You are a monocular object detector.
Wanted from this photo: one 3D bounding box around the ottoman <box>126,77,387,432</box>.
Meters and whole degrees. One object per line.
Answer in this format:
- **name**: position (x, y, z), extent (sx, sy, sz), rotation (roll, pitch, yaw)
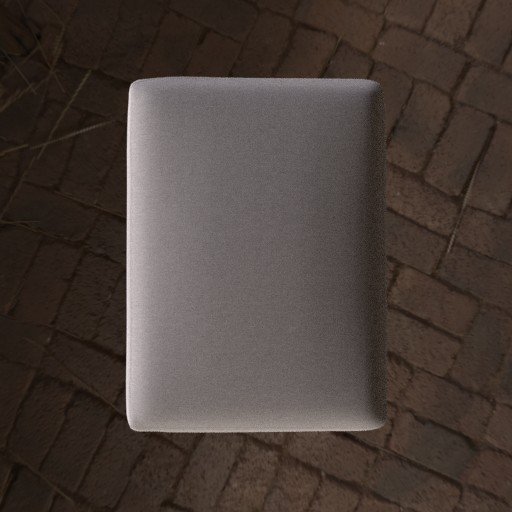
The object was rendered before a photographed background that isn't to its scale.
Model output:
- **ottoman**: position (0.000, 0.000, 1.141), extent (0.574, 0.497, 0.773), rotation (0, 89, -1)
